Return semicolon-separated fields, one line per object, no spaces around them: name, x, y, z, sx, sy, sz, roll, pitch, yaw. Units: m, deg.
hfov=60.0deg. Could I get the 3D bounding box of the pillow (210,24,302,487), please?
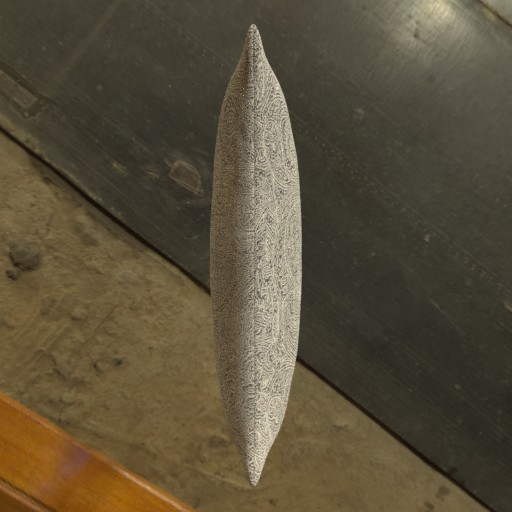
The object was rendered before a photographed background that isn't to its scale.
pillow;0.000;0.000;0.732;0.151;0.295;0.615;0;91;1
